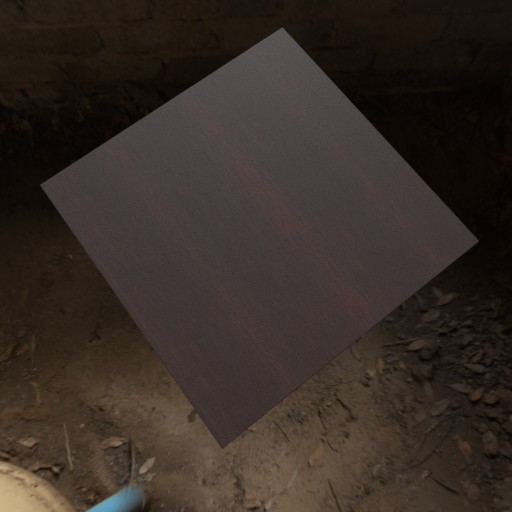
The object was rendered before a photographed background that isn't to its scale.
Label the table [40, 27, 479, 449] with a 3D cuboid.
[{"bbox_3d":[0.000,0.000,0.971,0.495,0.559,0.495,-36,79,-9],"label":"table"}]
